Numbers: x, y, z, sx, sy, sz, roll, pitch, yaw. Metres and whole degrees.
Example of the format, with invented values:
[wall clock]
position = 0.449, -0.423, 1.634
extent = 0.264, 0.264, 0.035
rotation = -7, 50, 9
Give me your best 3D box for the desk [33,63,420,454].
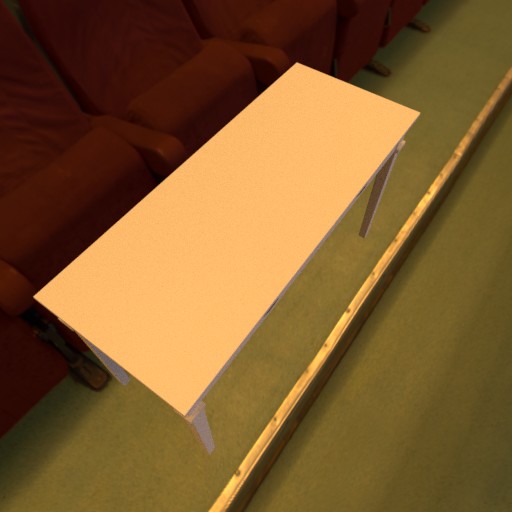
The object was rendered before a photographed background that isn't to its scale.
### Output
[desk]
position = 0.000, 0.000, 1.785
extent = 0.559, 0.774, 1.372
rotation = 31, 61, 19
